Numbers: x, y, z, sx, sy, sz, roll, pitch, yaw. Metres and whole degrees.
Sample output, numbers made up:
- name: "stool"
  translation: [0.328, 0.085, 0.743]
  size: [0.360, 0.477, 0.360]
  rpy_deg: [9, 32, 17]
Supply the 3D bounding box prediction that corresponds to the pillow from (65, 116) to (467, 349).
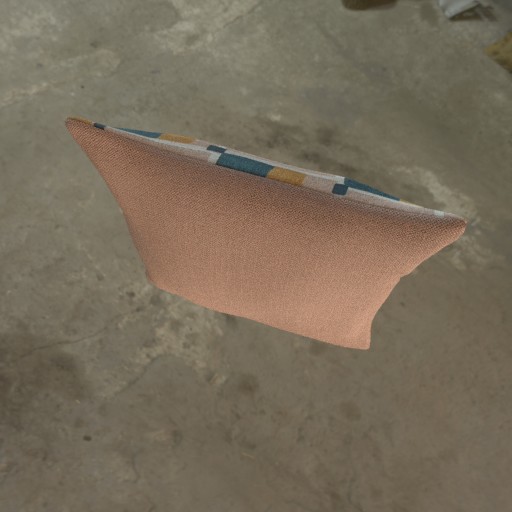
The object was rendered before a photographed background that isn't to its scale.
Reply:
- name: "pillow"
  translation: [0.000, 0.000, 0.712]
  size: [0.478, 0.479, 0.158]
  rpy_deg: [16, 64, 8]
